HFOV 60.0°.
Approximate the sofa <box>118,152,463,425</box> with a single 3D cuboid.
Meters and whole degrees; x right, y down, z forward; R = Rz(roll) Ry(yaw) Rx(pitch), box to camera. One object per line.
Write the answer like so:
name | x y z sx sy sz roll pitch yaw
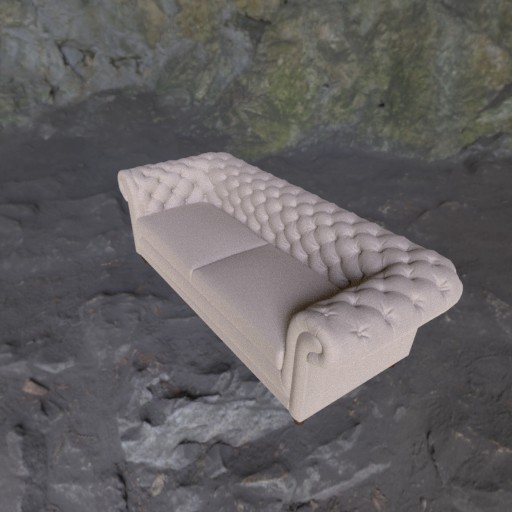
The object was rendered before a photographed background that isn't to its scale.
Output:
sofa | 0.000 0.000 3.234 1.076 0.847 2.694 -20 36 -30
